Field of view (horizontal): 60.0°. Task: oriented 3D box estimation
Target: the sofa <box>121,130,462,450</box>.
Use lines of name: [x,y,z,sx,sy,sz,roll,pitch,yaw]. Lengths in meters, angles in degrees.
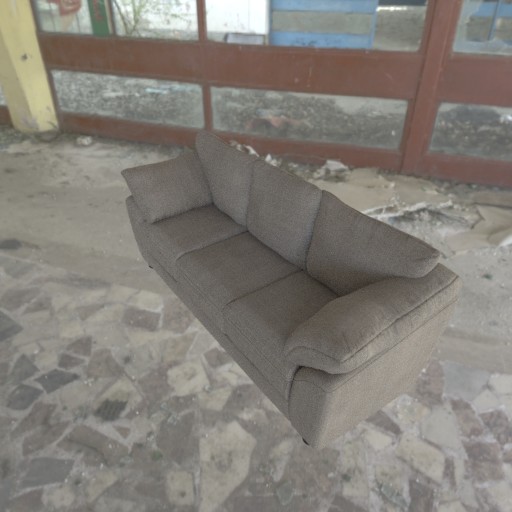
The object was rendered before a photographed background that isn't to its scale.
sofa: [0.000,0.000,2.811,0.878,0.996,2.334,-21,38,-29]
